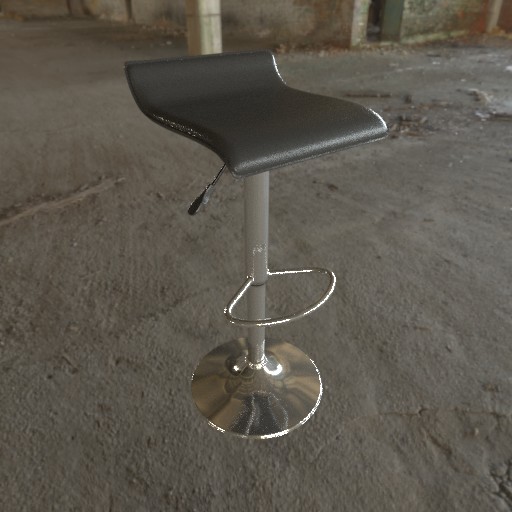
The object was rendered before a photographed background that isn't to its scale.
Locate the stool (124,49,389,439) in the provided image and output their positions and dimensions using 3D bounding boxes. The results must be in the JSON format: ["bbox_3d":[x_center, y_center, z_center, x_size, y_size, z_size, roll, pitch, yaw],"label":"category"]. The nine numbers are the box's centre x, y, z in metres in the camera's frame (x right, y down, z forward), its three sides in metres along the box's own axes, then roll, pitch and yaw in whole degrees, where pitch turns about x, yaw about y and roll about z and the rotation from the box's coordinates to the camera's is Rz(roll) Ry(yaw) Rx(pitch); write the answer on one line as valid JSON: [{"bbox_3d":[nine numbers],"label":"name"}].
[{"bbox_3d":[0.000,0.000,1.062,0.381,0.851,0.381,-22,37,-31],"label":"stool"}]
